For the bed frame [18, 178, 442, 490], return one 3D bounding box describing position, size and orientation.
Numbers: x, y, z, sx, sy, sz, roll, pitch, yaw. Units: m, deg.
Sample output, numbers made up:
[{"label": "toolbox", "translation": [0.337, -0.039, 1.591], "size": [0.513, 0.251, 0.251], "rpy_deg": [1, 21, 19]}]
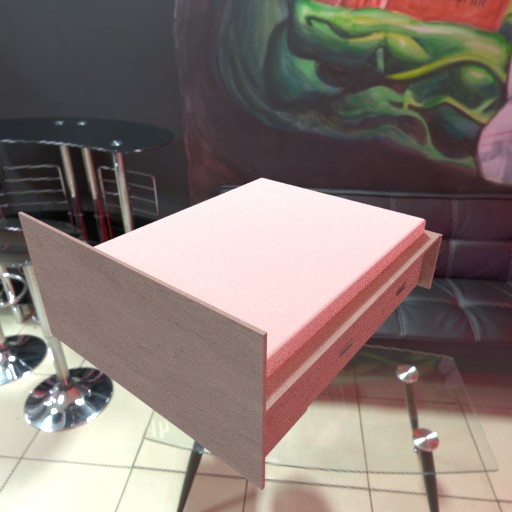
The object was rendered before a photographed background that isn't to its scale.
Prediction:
[{"label": "bed frame", "translation": [0.000, 0.000, 2.738], "size": [1.622, 0.800, 1.960], "rpy_deg": [21, 35, 33]}]
